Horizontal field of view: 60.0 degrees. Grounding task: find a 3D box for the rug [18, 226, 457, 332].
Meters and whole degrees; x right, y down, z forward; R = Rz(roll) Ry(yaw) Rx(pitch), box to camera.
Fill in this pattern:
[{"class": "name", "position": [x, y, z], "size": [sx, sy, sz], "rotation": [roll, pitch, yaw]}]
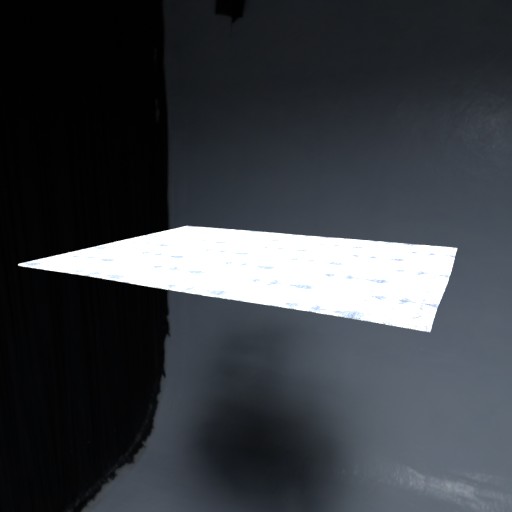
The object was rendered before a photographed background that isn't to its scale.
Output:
[{"class": "rug", "position": [0.000, 0.000, 2.811], "size": [2.261, 0.013, 1.676], "rotation": [6, 14, 26]}]
